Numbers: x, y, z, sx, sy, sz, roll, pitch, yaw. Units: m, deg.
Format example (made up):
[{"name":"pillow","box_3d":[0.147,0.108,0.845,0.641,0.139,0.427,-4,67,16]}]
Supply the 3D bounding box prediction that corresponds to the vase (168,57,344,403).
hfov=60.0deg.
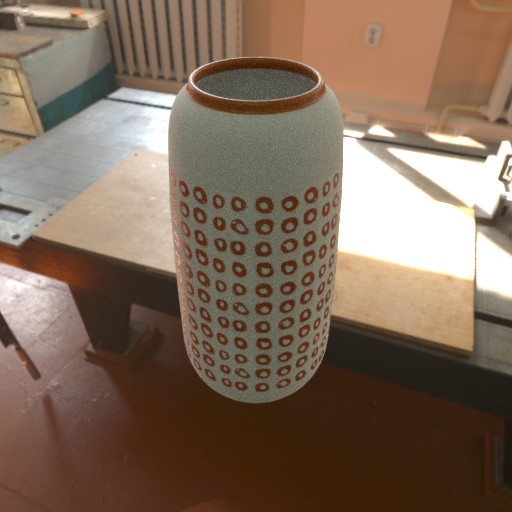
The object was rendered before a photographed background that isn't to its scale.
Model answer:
[{"name":"vase","box_3d":[0.000,0.000,0.357,0.133,0.282,0.133,0,40,0]}]
